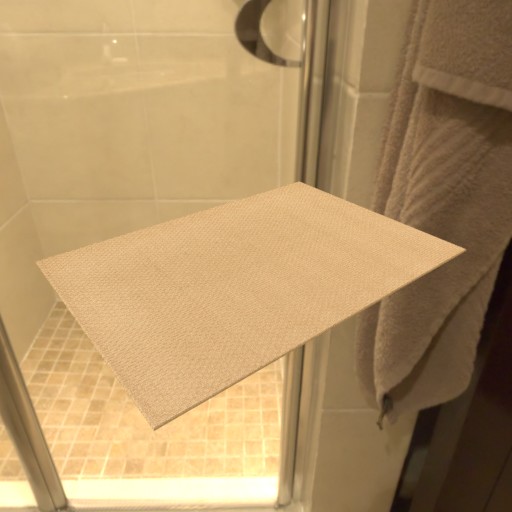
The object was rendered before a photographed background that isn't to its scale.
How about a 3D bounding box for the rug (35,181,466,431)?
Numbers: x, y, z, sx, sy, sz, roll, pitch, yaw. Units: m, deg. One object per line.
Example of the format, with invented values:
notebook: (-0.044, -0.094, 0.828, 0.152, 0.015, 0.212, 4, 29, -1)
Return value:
rug: (0.000, 0.000, 2.695, 2.144, 0.013, 1.509, -22, 37, -33)
